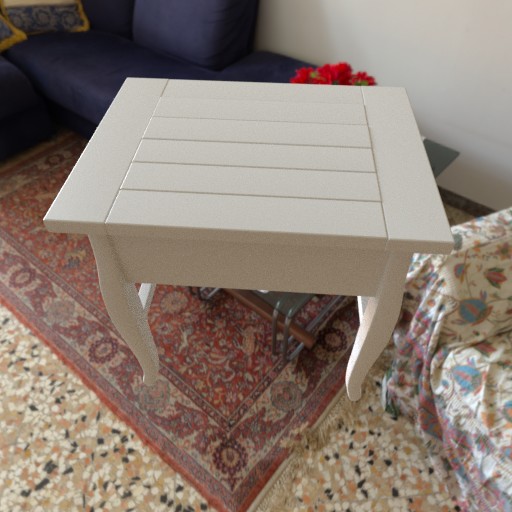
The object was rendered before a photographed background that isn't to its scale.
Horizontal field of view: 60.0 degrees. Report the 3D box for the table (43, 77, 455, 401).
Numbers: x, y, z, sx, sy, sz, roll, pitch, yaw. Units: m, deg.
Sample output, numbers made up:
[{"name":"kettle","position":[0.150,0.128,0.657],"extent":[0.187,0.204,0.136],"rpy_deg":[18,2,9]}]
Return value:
[{"name":"table","position":[0.000,0.000,1.015],"extent":[0.599,0.605,0.463],"rpy_deg":[3,47,3]}]
